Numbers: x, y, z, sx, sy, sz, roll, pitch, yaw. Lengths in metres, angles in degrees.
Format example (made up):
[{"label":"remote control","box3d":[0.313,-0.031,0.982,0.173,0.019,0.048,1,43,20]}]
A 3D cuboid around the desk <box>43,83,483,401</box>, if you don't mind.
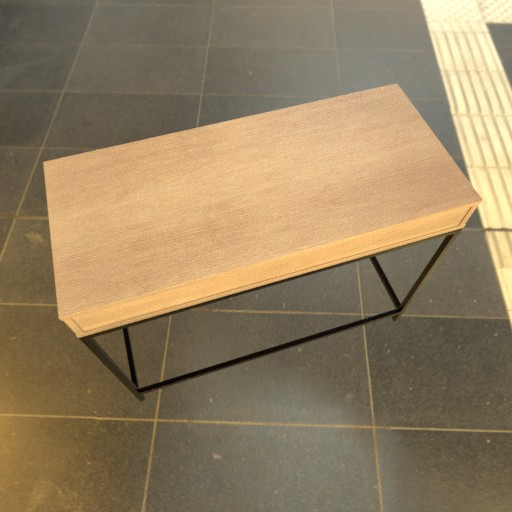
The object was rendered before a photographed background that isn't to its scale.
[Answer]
[{"label":"desk","box3d":[0.000,0.000,1.447,1.016,0.762,0.470,-15,60,-9]}]
